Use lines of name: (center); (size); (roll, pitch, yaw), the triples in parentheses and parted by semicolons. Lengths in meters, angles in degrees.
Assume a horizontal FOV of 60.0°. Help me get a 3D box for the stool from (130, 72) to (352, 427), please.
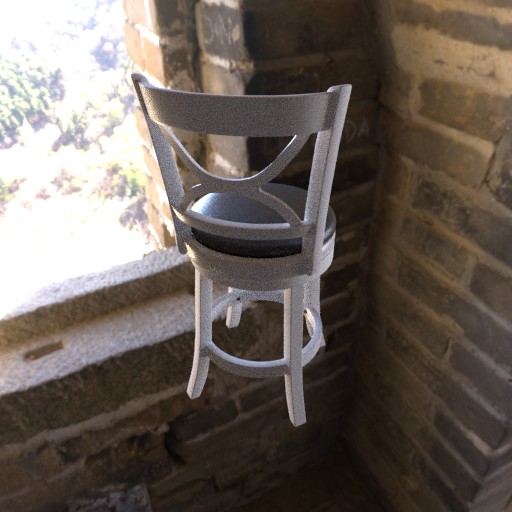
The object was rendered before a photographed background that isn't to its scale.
stool: (0.000, 0.000, 1.202); (0.444, 0.953, 0.508); (9, 32, 15)
